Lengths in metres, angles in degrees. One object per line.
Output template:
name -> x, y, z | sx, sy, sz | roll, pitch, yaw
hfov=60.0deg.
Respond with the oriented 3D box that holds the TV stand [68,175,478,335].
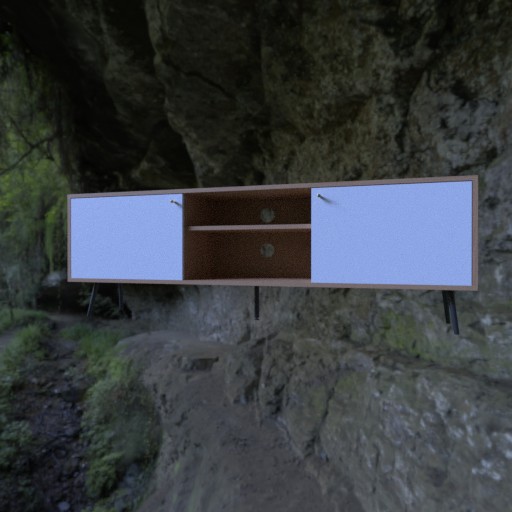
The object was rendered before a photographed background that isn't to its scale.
TV stand -> 0.000, 0.000, 2.001 | 1.760, 0.580, 0.400 | 0, 0, 17
